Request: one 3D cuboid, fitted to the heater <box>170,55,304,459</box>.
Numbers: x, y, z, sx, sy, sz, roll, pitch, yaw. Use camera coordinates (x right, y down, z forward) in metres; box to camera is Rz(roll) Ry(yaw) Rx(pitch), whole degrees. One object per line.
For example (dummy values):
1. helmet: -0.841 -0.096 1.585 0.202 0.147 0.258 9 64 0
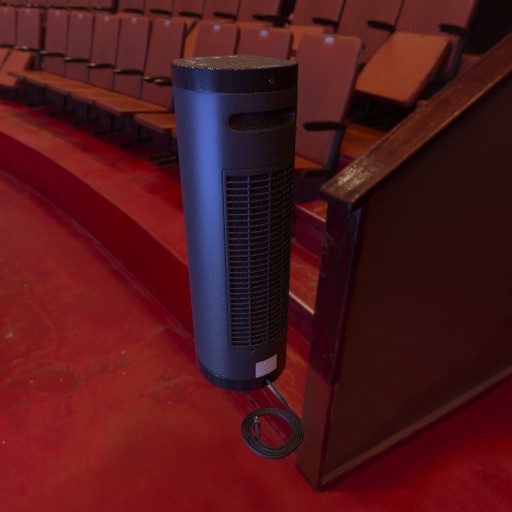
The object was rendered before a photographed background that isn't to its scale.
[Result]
1. heater: 0.000 0.000 0.697 0.174 0.552 0.312 -18 34 -29
